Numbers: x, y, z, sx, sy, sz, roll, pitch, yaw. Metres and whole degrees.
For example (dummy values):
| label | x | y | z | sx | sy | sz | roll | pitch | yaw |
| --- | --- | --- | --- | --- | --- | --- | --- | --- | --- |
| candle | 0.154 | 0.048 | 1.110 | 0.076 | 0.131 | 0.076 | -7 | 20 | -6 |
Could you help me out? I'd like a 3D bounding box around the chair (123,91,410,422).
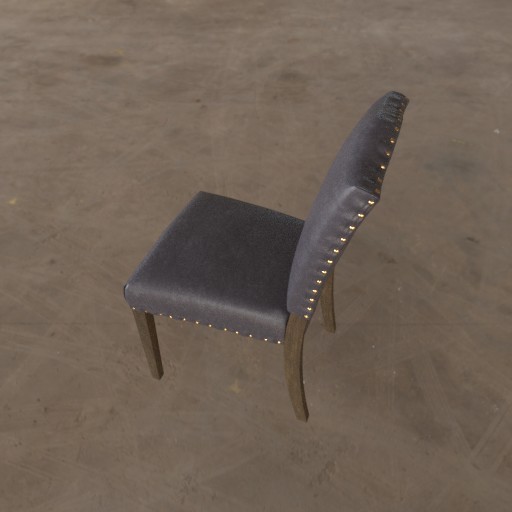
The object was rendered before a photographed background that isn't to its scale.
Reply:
| label | x | y | z | sx | sy | sz | roll | pitch | yaw |
| --- | --- | --- | --- | --- | --- | --- | --- | --- | --- |
| chair | 0.000 | 0.000 | 1.321 | 0.633 | 0.991 | 0.500 | 15 | 47 | 15 |
